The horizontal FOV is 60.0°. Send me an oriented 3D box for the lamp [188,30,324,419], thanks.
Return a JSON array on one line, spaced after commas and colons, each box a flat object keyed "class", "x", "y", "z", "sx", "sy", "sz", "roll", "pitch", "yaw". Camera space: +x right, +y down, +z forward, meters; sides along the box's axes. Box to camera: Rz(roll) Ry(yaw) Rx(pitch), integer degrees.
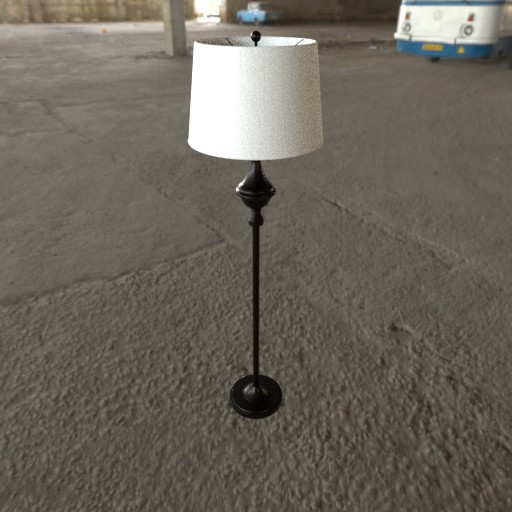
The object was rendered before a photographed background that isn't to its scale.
[{"class": "lamp", "x": 0.000, "y": 0.000, "z": 1.635, "sx": 0.431, "sy": 1.484, "sz": 0.431, "roll": 0, "pitch": 30, "yaw": 0}]
